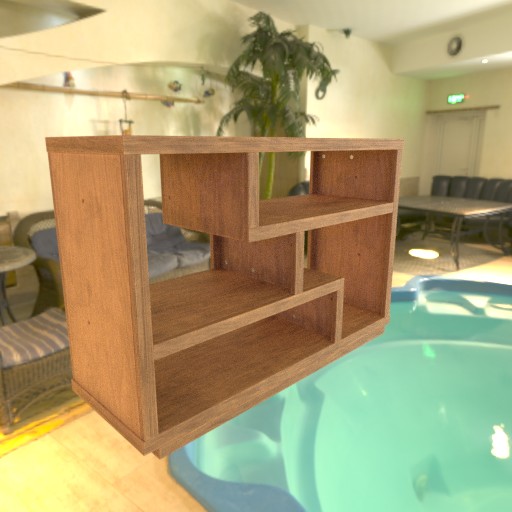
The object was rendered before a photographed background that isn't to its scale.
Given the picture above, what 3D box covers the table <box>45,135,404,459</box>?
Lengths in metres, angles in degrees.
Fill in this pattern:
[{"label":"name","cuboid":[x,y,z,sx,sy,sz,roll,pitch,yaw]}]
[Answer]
[{"label":"table","cuboid":[0.000,0.000,1.500,1.151,0.771,0.410,-14,20,-43]}]
